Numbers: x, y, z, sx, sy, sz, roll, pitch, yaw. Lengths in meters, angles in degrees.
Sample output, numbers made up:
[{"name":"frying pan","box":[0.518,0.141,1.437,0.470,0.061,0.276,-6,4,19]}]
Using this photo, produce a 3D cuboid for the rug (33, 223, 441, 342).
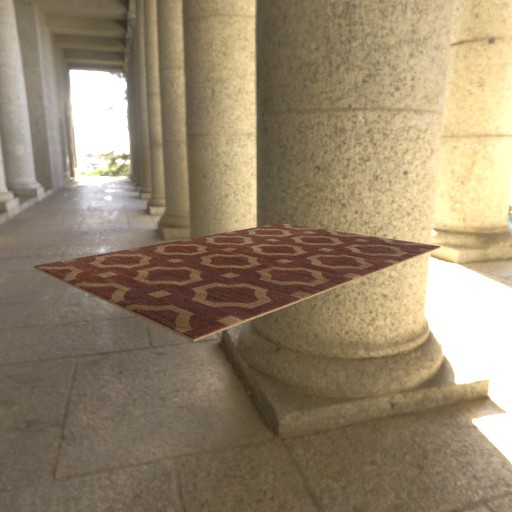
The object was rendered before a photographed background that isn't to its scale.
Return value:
[{"name":"rug","box":[0.000,0.000,2.961,1.555,0.016,2.286,12,18,42]}]
